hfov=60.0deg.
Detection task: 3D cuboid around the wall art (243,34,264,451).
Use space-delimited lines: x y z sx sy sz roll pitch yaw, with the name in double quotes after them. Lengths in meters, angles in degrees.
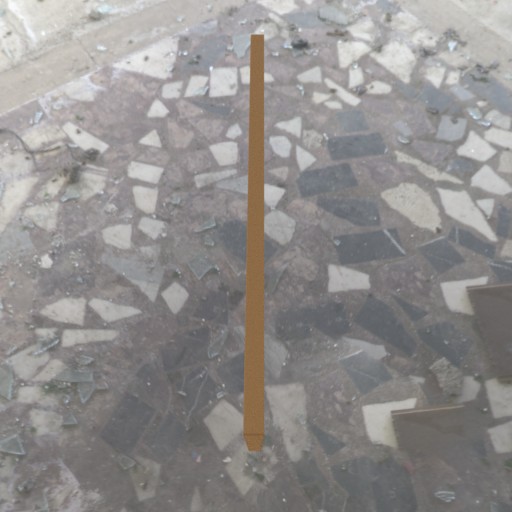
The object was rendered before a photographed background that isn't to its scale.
0.000 0.000 1.162 0.033 0.608 0.915 0 64 0 "wall art"
